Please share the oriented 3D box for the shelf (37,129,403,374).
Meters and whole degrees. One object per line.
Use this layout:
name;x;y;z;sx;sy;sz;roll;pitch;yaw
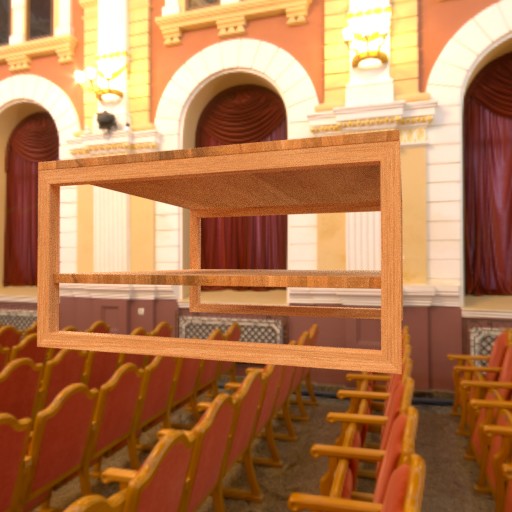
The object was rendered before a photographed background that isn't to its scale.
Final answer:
shelf;0.000;0.000;1.437;0.899;0.480;0.899;0;-1;19
